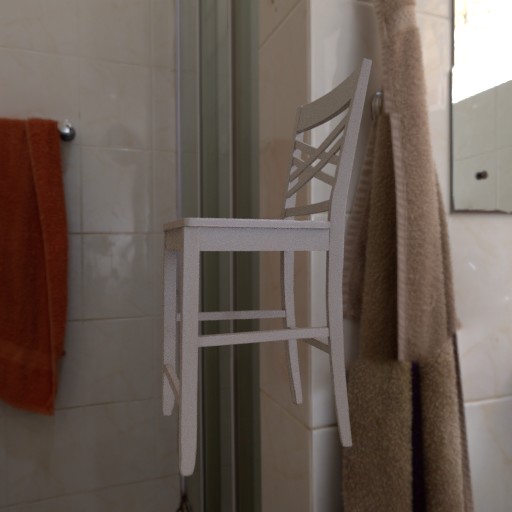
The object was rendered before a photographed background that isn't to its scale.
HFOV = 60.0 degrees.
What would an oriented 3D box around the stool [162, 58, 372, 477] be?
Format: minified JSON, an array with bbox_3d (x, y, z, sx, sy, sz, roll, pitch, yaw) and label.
[{"bbox_3d":[0.000,0.000,1.355,0.539,1.079,0.462,0,2,-18],"label":"stool"}]
